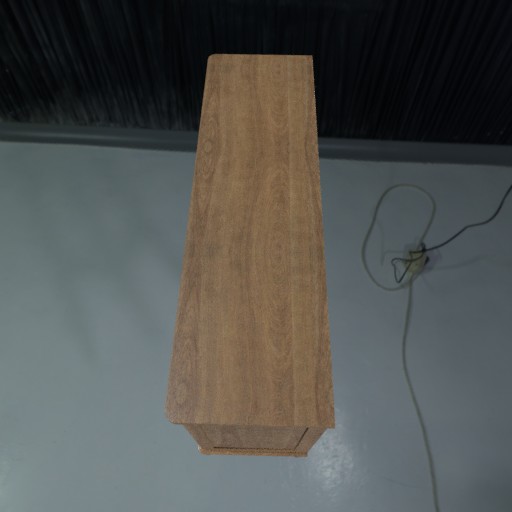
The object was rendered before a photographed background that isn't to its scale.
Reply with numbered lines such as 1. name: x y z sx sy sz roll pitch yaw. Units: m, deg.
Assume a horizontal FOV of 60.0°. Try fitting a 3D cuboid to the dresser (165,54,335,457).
1. dresser: 0.000 0.000 1.985 0.468 0.892 1.583 1 60 1
